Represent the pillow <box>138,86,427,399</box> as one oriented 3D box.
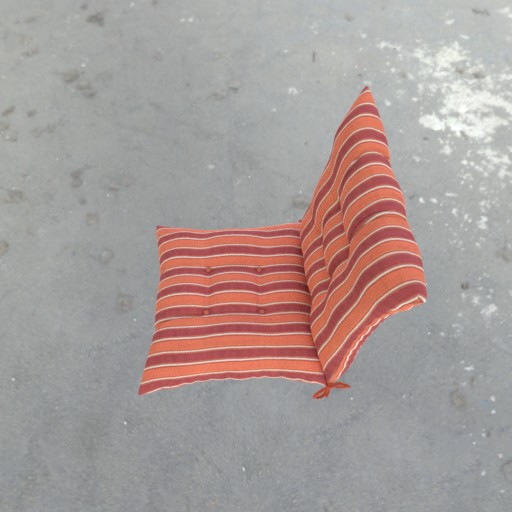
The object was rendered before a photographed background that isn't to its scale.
[{"bbox_3d":[0.000,0.000,1.021,0.585,0.536,0.541,-2,59,-1],"label":"pillow"}]
